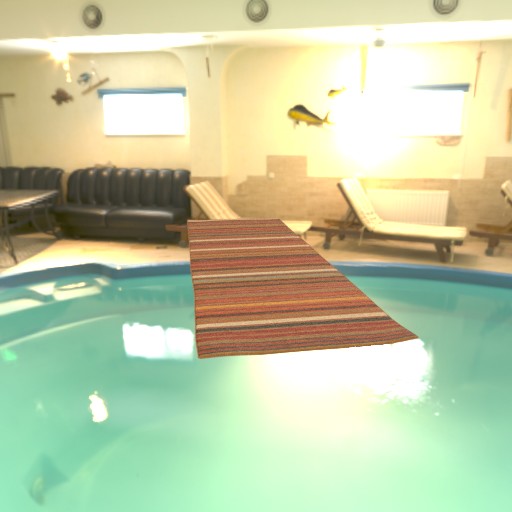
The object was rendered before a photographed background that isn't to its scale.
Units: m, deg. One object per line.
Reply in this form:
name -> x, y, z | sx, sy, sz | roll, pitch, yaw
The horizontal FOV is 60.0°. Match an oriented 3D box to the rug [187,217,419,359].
rug -> 0.000, 0.000, 2.695 | 0.799, 0.030, 2.444 | -3, 16, -9
